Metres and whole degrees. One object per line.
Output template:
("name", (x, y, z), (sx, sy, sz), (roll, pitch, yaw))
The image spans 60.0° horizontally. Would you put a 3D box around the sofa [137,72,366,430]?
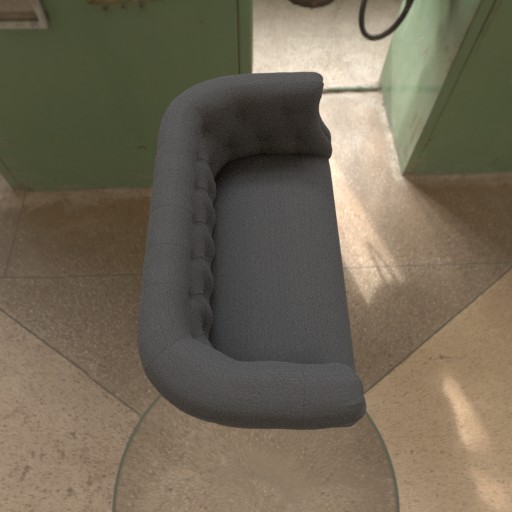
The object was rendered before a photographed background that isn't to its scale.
("sofa", (0.000, 0.000, 2.015), (0.835, 0.827, 1.558), (-1, 62, -1))
